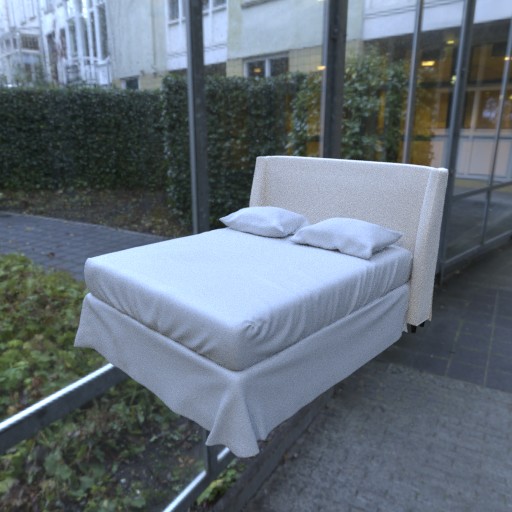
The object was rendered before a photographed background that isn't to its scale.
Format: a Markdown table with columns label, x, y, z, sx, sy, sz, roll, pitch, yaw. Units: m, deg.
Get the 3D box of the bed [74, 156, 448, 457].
| label | x | y | z | sx | sy | sz | roll | pitch | yaw |
| --- | --- | --- | --- | --- | --- | --- | --- | --- | --- |
| bed | 0.000 | 0.000 | 3.401 | 1.925 | 1.332 | 2.276 | 16 | 23 | 42 |
